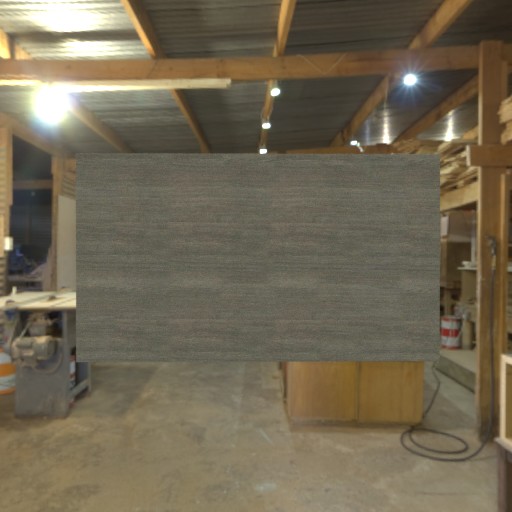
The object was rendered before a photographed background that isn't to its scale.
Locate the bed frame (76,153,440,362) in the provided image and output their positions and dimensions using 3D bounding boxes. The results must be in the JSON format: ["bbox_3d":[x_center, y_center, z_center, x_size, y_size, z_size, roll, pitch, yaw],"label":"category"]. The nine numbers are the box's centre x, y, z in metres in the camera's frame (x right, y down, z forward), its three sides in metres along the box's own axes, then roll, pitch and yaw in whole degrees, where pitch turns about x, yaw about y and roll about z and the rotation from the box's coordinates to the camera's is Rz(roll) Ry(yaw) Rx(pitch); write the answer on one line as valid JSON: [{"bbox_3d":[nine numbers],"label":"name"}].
[{"bbox_3d":[0.000,0.000,2.654,1.400,0.800,1.900,0,0,-1],"label":"bed frame"}]
